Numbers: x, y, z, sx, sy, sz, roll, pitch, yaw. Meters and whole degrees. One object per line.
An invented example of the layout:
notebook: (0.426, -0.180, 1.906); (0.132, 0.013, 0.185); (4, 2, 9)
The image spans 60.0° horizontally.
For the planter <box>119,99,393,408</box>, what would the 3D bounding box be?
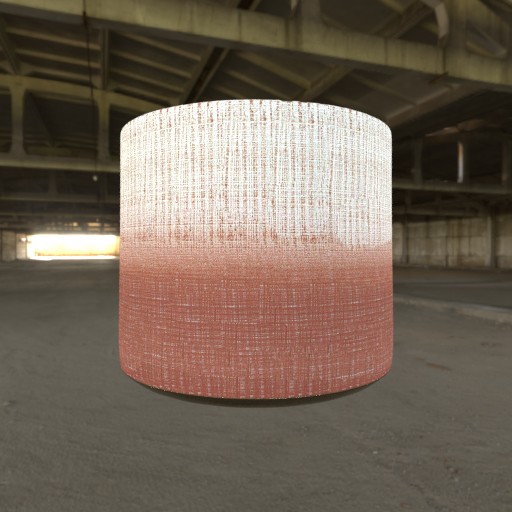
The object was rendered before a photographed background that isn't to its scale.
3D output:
planter: (0.000, 0.000, 0.428); (0.254, 0.221, 0.254); (0, 1, 0)
